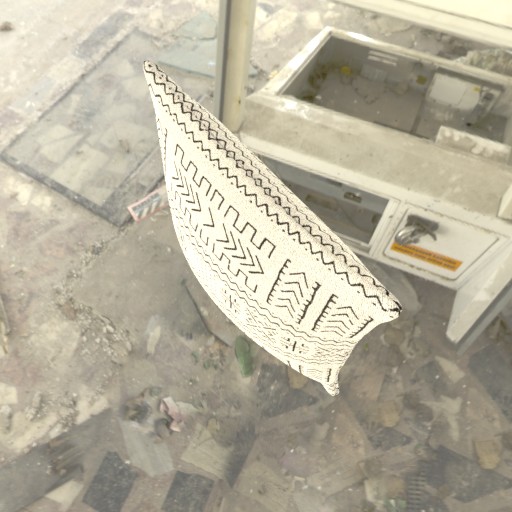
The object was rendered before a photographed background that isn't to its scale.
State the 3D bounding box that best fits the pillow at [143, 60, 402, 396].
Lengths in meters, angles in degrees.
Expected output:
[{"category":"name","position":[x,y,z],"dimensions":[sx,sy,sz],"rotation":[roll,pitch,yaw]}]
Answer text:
[{"category":"pillow","position":[0.000,0.000,0.668],"dimensions":[0.164,0.430,0.438],"rotation":[-36,69,-17]}]
